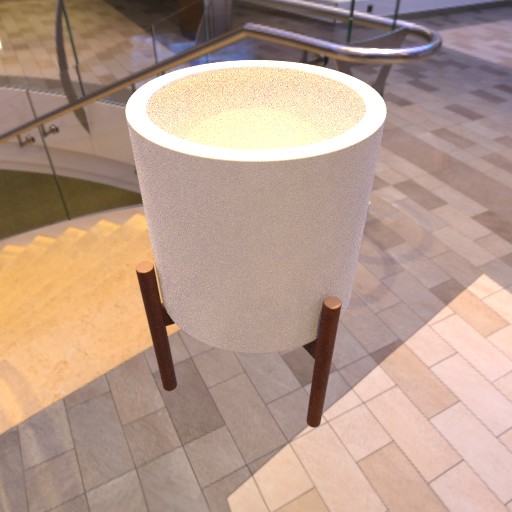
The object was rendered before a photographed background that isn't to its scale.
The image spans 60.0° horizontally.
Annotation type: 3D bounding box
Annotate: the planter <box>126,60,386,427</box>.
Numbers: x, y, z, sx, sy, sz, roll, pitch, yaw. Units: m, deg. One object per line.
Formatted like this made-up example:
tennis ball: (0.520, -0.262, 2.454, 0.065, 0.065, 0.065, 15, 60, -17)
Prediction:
planter: (0.000, 0.000, 0.940, 0.417, 0.670, 0.417, 10, 41, 12)
